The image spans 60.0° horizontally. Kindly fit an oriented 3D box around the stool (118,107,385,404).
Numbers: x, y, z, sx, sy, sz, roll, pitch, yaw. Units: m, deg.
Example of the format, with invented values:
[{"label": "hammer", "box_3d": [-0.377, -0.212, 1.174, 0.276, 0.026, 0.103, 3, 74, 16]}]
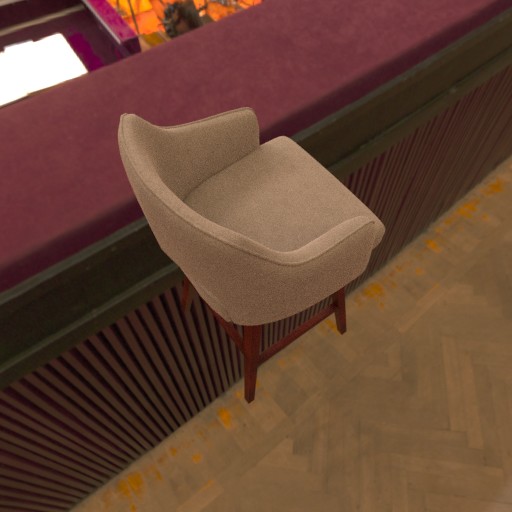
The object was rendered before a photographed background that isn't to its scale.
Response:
[{"label": "stool", "box_3d": [0.000, 0.000, 1.344, 0.558, 1.012, 0.548, -32, 63, -18]}]
